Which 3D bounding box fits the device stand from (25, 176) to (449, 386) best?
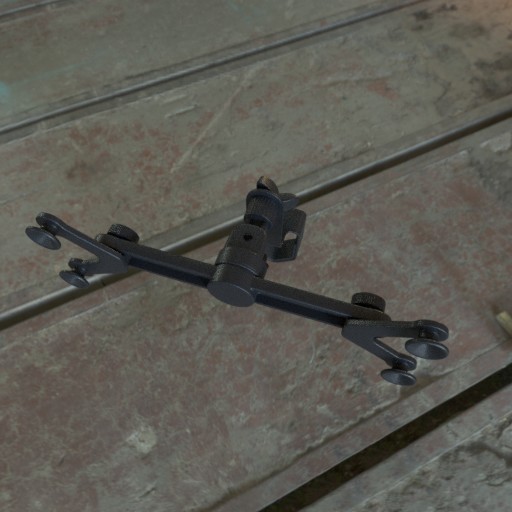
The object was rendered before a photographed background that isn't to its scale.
[{"bbox_3d":[0.000,0.000,0.365,0.270,0.166,0.142,15,60,9],"label":"device stand"}]
